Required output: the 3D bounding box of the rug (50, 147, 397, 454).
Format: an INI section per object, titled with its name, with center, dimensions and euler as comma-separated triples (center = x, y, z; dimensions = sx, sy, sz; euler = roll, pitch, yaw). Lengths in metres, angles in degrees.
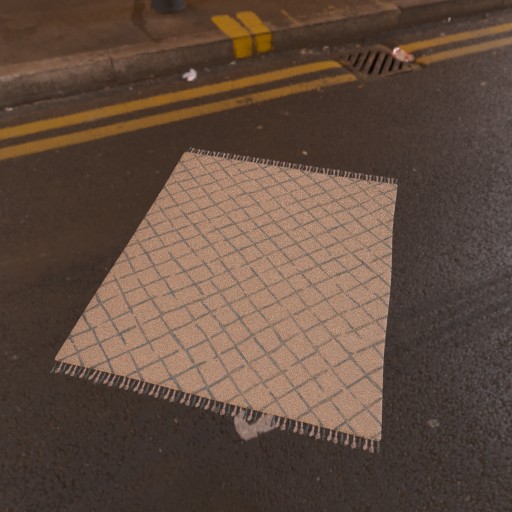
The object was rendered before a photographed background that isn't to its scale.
[rug]
center = 0.000, 0.000, 4.838
dimensions = 2.892, 0.036, 3.585
euler = 11, 48, 10
